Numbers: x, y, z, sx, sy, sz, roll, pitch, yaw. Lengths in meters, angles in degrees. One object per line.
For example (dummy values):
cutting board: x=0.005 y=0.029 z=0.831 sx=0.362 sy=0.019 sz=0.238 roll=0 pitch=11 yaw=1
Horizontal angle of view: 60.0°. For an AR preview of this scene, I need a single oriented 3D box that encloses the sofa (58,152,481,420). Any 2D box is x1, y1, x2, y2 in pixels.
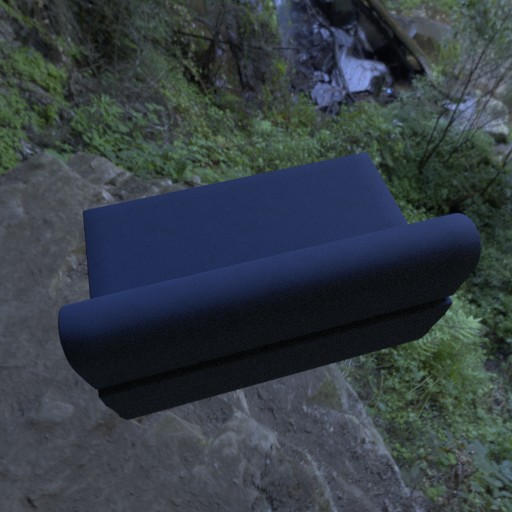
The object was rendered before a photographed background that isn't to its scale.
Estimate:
sofa: x=0.000 y=0.000 z=1.642 sx=1.219 sy=0.660 sz=0.762 roll=-13 pitch=59 yaw=-8
